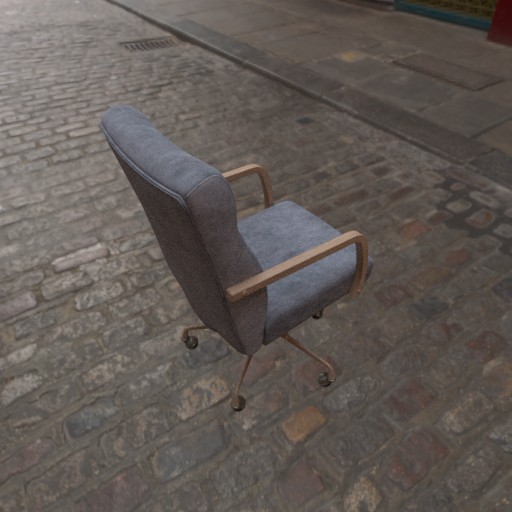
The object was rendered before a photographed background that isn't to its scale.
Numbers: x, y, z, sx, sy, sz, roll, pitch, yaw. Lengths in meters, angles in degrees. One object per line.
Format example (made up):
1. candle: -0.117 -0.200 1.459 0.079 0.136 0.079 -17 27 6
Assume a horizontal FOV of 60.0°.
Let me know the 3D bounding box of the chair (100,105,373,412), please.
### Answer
1. chair: 0.000 0.000 1.506 0.741 1.029 0.640 -24 45 -26
